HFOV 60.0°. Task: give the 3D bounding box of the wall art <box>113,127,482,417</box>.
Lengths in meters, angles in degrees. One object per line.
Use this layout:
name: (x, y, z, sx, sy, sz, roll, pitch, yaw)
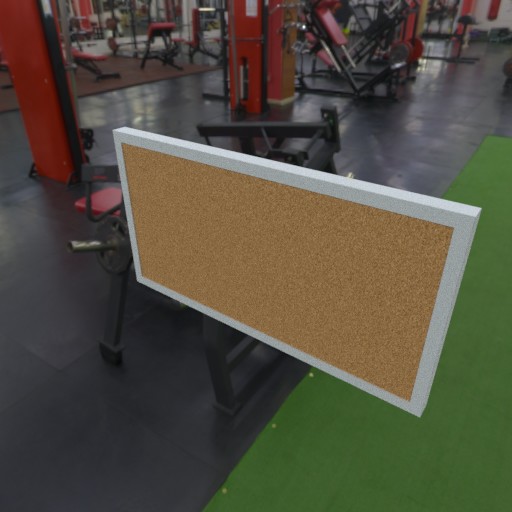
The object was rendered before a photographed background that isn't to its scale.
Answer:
wall art: (0.000, 0.000, 0.969, 0.812, 0.431, 0.038, 20, 36, 30)
